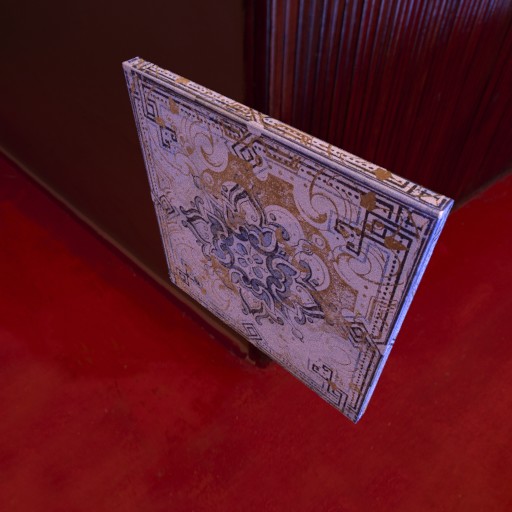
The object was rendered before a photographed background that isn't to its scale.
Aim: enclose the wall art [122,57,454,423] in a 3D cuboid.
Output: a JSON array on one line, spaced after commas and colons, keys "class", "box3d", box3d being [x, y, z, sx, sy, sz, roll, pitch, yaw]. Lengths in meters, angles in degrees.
[{"class": "wall art", "box3d": [0.000, 0.000, 0.884, 0.609, 0.607, 0.036, 33, 55, 27]}]
